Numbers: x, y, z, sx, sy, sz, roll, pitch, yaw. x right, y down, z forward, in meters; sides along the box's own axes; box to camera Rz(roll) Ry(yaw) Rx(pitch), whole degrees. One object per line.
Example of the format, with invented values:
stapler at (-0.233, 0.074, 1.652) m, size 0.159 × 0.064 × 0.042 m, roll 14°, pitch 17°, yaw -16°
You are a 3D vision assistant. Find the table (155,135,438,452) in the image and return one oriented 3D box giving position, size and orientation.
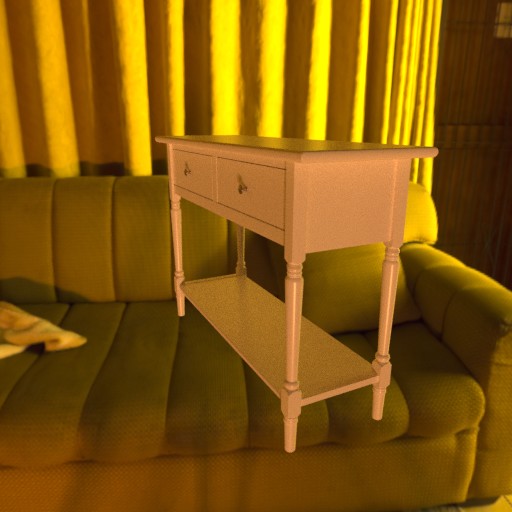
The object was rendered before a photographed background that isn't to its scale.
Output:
table at (0.000, 0.000, 1.605) m, size 0.386 × 0.814 × 1.191 m, roll -8°, pitch 19°, yaw -25°
